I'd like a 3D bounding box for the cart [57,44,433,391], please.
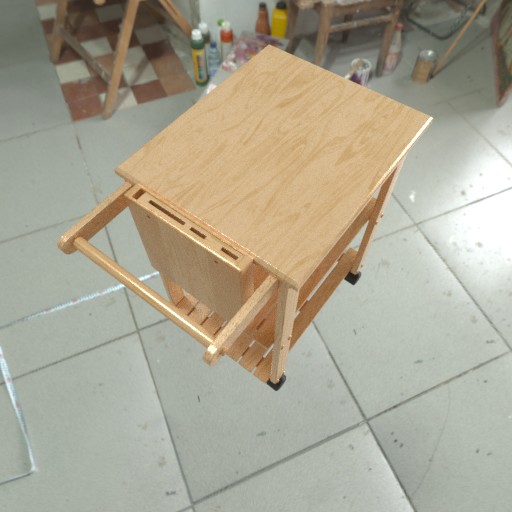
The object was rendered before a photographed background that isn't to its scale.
[{"bbox_3d":[0.000,0.000,1.375,0.520,0.816,0.843,33,64,19],"label":"cart"}]
